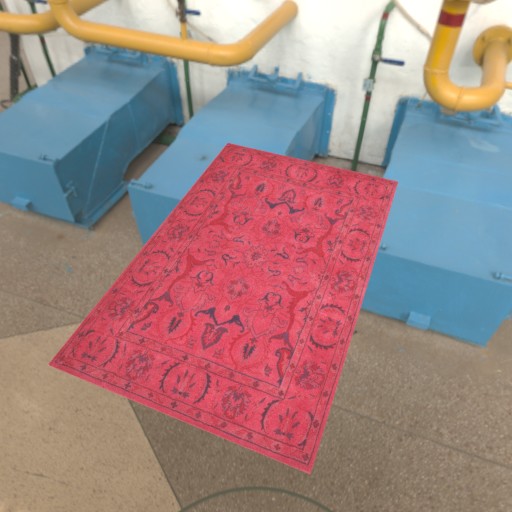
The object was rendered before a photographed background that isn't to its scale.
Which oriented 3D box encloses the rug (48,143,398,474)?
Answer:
[{"bbox_3d":[0.000,0.000,3.052,1.534,0.010,2.423,16,49,15],"label":"rug"}]
